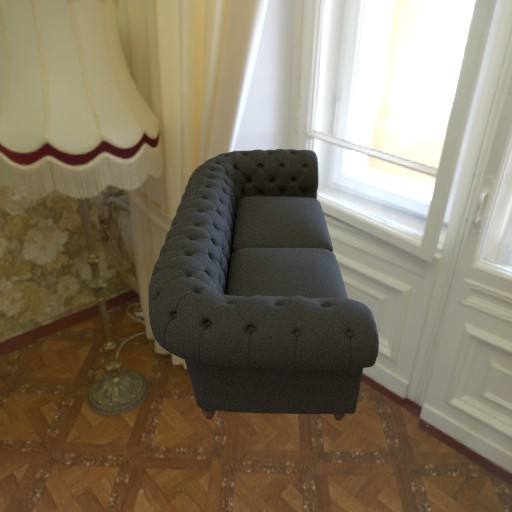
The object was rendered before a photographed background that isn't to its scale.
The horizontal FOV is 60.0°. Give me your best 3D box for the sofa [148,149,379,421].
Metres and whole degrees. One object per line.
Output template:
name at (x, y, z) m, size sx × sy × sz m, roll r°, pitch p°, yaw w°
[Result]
sofa at (0.000, 0.000, 2.810) m, size 0.991 × 0.762 × 2.362 m, roll 0°, pitch 30°, yaw 1°
